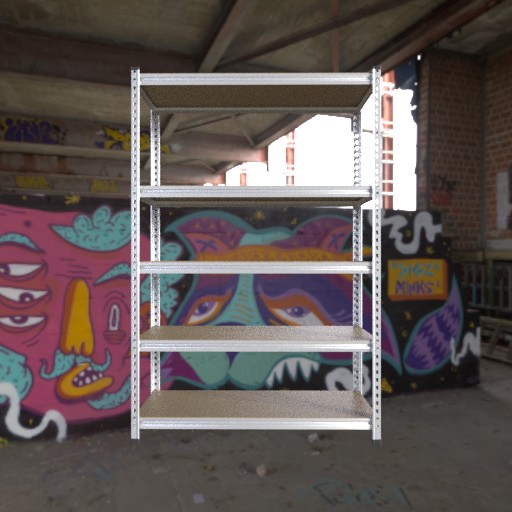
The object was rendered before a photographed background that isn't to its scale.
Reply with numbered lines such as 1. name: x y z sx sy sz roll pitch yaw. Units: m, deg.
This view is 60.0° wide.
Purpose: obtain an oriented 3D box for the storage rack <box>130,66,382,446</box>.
1. storage rack: 0.000 0.000 2.366 1.219 1.829 0.457 0 0 0
